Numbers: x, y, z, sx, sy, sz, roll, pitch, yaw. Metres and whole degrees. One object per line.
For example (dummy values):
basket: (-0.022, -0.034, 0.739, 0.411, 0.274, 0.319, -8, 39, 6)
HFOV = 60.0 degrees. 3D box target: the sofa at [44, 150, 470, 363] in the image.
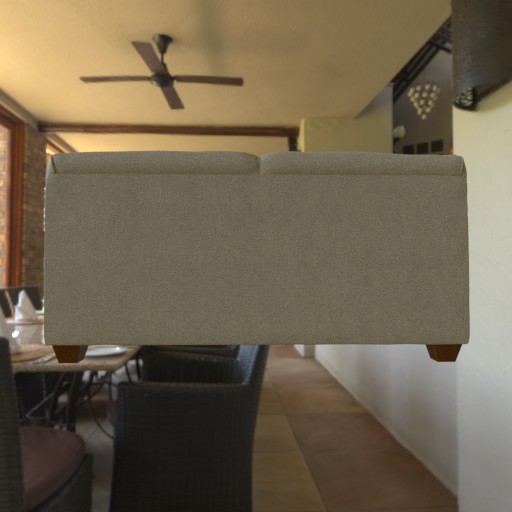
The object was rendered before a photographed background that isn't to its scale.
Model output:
sofa: (0.000, 0.000, 2.387, 1.846, 0.958, 0.998, 0, -2, -1)
